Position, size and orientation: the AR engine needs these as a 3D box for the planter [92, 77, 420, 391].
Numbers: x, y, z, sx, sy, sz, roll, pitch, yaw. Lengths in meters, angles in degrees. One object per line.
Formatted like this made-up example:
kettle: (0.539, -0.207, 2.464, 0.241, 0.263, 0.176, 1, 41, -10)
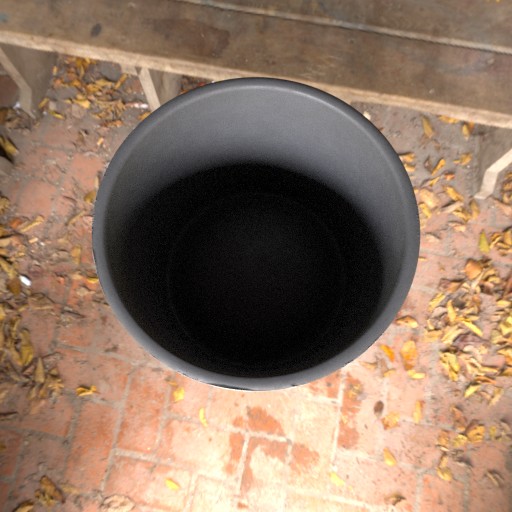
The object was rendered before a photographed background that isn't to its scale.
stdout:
planter: (0.000, 0.000, 0.388, 0.221, 0.201, 0.221, 0, 76, 0)
